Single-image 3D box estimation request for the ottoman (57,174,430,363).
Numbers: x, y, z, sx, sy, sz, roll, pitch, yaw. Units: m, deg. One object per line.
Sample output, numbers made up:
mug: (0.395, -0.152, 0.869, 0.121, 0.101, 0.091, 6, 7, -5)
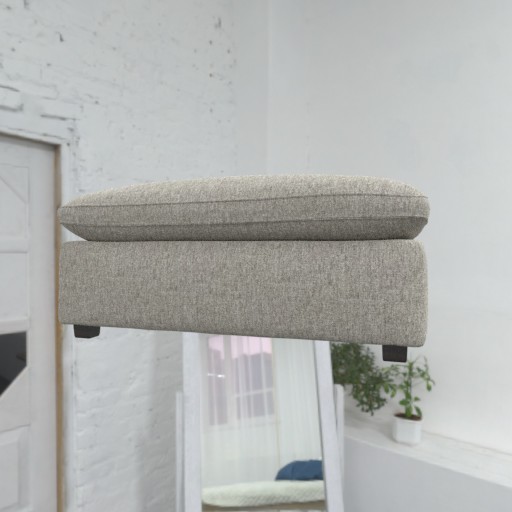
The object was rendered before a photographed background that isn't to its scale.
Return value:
ottoman: (0.000, 0.000, 1.377, 0.977, 0.451, 0.694, 0, 1, 18)
